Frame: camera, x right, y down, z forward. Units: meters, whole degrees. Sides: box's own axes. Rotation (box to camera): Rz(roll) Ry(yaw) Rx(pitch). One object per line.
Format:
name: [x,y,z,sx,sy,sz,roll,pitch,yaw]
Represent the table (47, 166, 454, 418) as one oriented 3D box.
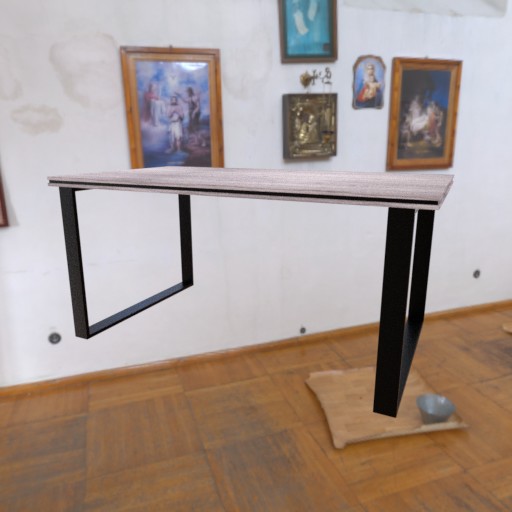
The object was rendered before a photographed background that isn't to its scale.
table: [0.000,0.000,2.059,1.579,0.736,0.881,7,16,25]
